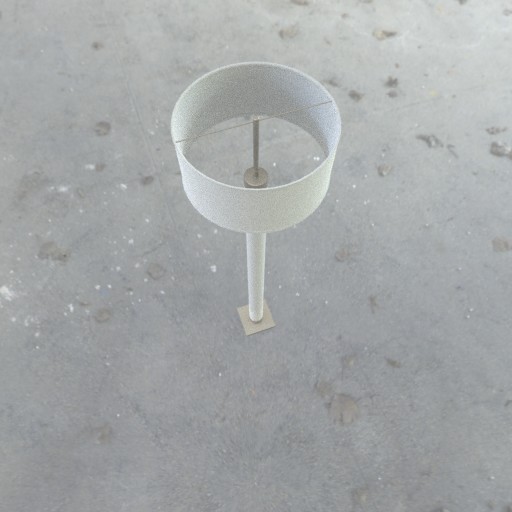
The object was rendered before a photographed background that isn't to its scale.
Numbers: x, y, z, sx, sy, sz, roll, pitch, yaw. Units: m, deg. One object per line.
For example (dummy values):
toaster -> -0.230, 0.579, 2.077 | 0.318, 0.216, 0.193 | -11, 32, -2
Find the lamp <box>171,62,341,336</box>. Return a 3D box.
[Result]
lamp -> 0.000, 0.000, 1.735 | 0.420, 1.475, 0.420 | -17, 64, -9
